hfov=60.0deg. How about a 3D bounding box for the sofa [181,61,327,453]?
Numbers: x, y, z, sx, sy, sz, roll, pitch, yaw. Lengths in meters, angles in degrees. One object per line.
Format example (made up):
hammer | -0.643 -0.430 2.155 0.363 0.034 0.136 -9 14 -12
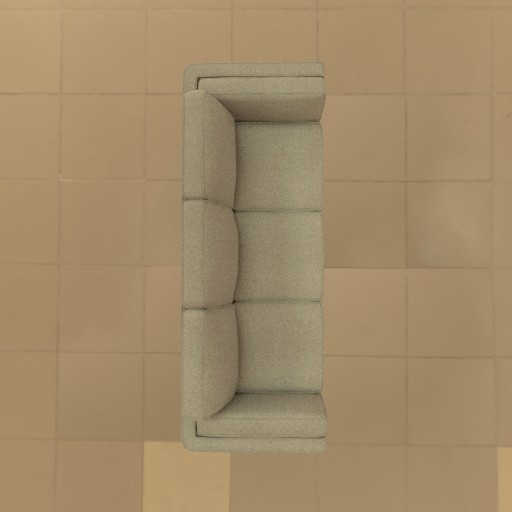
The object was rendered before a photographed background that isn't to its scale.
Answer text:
sofa | 0.000 0.000 2.888 0.903 0.899 2.362 0 88 1
